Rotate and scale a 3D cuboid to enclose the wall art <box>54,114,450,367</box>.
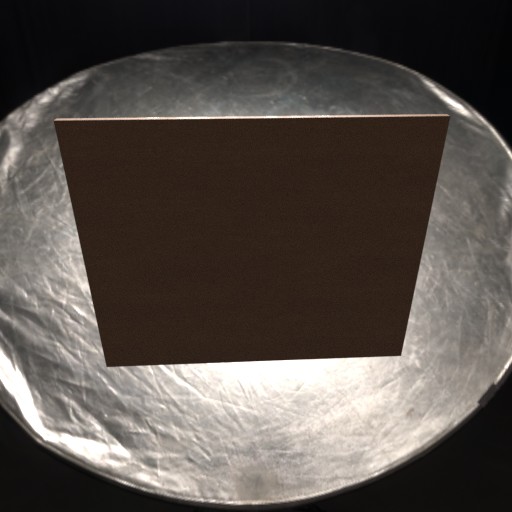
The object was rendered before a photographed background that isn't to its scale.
[{"bbox_3d":[0.000,0.000,0.670,0.508,0.408,0.012,-2,29,-3],"label":"wall art"}]
